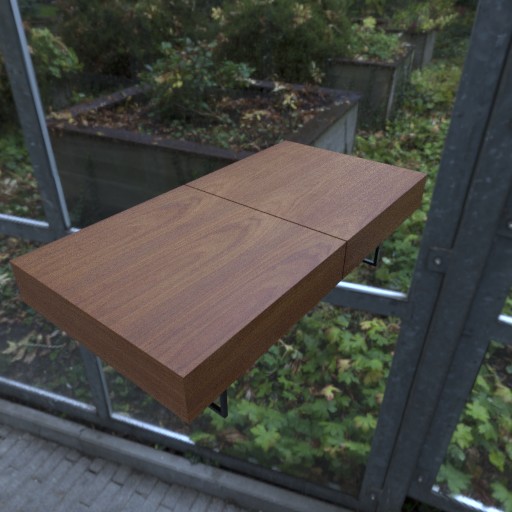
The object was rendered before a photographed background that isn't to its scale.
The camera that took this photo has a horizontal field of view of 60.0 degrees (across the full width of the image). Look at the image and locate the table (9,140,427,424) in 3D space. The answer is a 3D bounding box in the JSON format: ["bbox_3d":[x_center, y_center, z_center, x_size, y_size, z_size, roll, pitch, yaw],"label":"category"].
[{"bbox_3d":[0.000,0.000,1.418,0.610,0.330,1.194,23,39,31],"label":"table"}]
